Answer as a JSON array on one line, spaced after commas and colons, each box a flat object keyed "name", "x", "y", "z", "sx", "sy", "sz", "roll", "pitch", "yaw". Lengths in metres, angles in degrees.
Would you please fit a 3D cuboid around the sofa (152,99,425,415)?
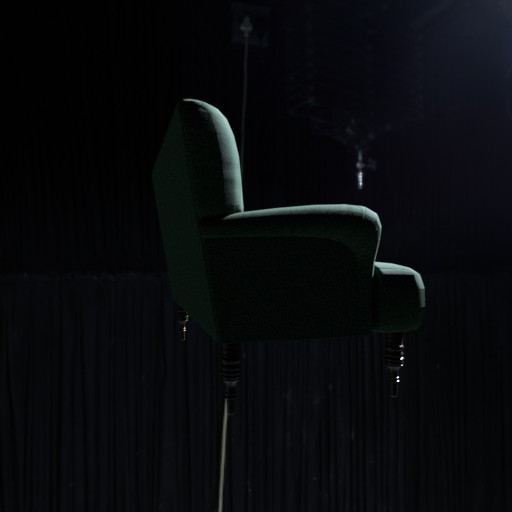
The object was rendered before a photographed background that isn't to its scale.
[{"name": "sofa", "x": 0.000, "y": 0.000, "z": 1.850, "sx": 0.779, "sy": 0.889, "sz": 1.297, "roll": 0, "pitch": 1, "yaw": -17}]
